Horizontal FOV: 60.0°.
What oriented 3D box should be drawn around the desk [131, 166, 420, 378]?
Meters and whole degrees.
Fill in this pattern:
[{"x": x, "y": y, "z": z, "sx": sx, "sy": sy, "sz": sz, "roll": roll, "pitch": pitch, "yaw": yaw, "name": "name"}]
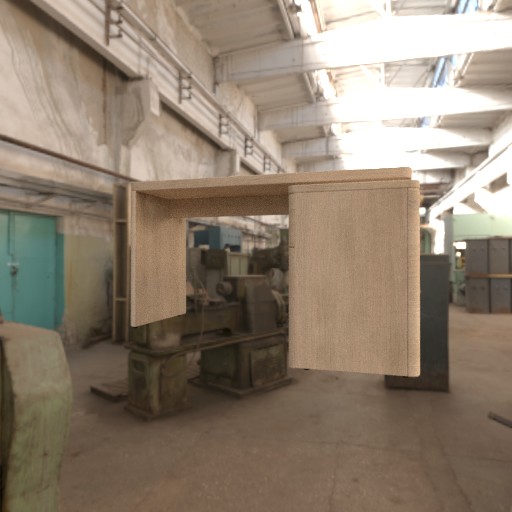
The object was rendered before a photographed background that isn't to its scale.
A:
[{"x": 0.000, "y": 0.000, "z": 2.101, "sx": 1.400, "sy": 0.770, "sz": 1.175, "roll": 0, "pitch": 0, "yaw": 17, "name": "desk"}]
